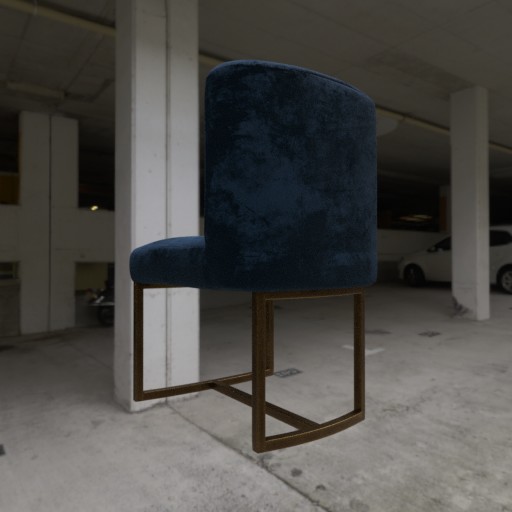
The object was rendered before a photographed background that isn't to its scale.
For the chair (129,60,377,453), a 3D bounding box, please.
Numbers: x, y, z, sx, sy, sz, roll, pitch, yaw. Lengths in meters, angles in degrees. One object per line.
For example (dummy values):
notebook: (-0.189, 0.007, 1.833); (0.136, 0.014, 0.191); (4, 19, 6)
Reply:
chair: (0.000, 0.000, 1.207); (0.530, 0.824, 0.560); (0, 0, -36)
